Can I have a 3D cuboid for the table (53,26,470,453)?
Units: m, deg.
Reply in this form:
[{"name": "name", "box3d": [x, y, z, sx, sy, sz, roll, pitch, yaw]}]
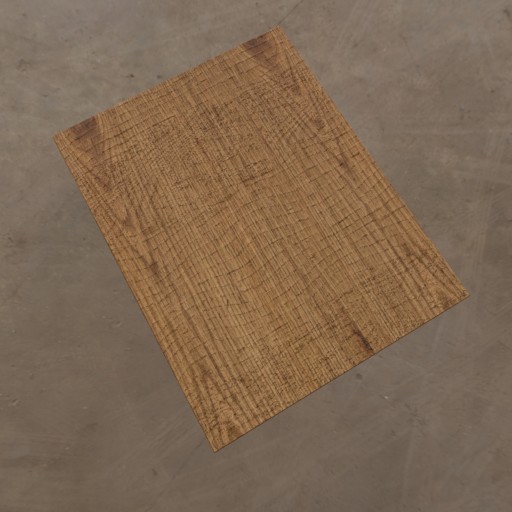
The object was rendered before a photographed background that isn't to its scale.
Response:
[{"name": "table", "box3d": [0.000, 0.000, 1.050, 0.494, 0.625, 0.601, -29, 77, -7]}]
